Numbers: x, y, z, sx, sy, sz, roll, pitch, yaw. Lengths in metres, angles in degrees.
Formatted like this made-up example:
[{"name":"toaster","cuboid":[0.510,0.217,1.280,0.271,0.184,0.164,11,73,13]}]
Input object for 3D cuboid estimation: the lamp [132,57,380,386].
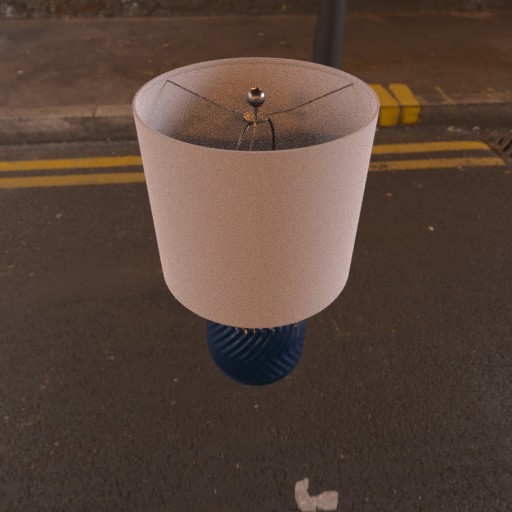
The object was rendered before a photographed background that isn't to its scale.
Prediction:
[{"name":"lamp","cuboid":[0.000,0.000,0.488,0.203,0.368,0.203,23,46,25]}]
